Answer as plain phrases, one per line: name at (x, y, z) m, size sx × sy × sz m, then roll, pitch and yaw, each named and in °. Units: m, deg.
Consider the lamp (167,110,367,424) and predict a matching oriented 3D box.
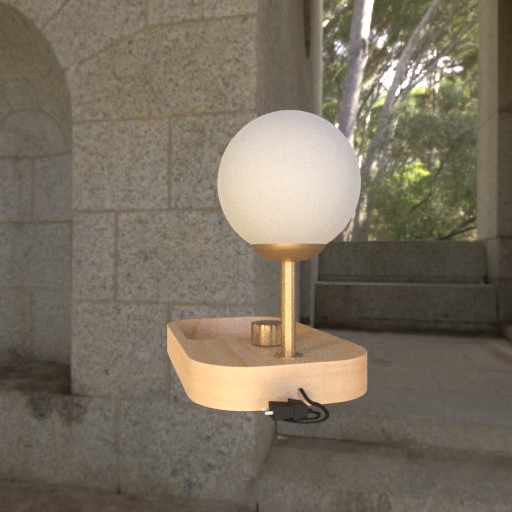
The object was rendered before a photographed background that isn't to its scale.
lamp at (0.000, 0.000, 0.491) m, size 0.173 × 0.253 × 0.331 m, roll 0°, pitch 0°, yaw -17°
